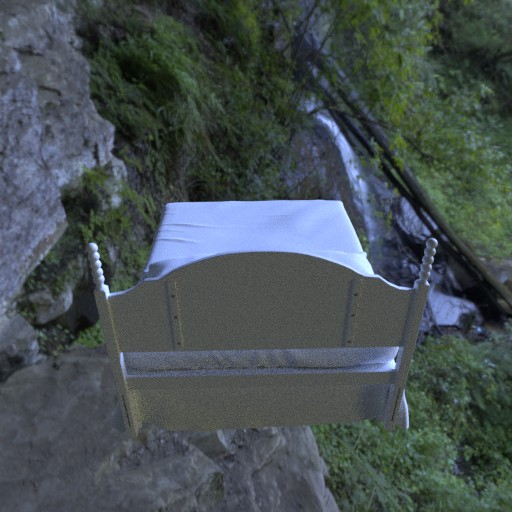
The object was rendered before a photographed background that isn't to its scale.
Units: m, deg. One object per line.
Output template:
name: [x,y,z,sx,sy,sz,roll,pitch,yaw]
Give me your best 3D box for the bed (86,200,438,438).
bed: [0.000,0.000,3.259,1.873,1.356,2.040,-1,31,-1]
